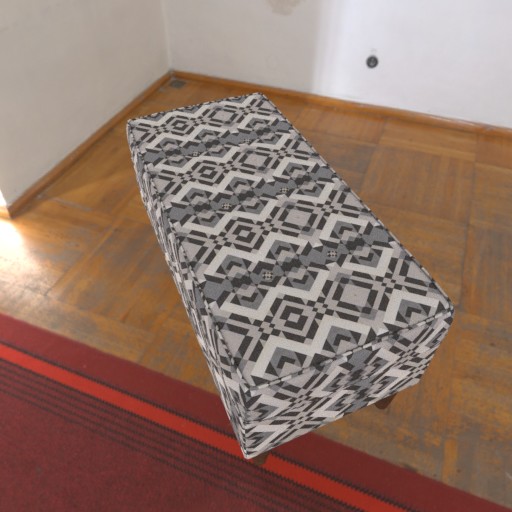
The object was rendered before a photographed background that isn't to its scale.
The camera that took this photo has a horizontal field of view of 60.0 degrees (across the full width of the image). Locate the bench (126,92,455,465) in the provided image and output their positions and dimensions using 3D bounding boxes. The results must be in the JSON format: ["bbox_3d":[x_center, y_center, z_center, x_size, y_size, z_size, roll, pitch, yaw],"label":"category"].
[{"bbox_3d":[0.000,0.000,1.312,0.492,0.477,1.016,-18,50,-16],"label":"bench"}]
